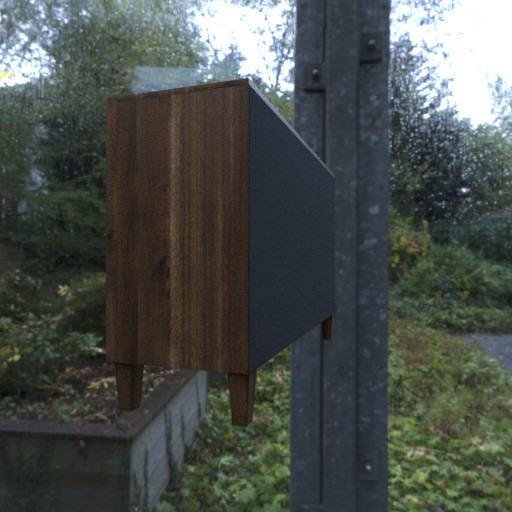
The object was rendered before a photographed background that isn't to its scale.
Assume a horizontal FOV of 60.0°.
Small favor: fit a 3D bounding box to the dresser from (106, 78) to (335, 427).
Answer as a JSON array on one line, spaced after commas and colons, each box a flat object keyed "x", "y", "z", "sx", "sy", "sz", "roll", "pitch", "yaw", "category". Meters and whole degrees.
[{"x": 0.000, "y": 0.000, "z": 1.846, "sx": 0.438, "sy": 0.892, "sz": 1.387, "roll": 0, "pitch": 0, "yaw": 19, "category": "dresser"}]
